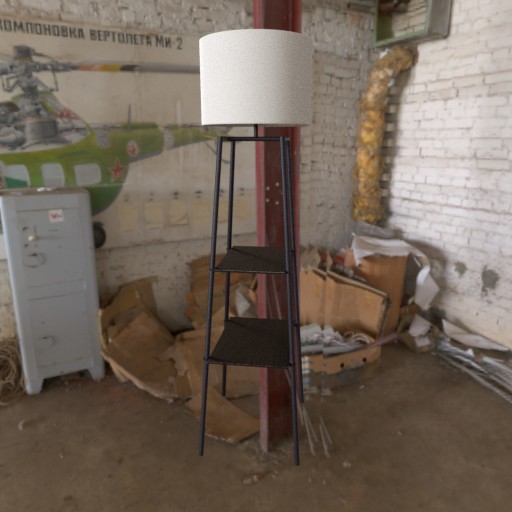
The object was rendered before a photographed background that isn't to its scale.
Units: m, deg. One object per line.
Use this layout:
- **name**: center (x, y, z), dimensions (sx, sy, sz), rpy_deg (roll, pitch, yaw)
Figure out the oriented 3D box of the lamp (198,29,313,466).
- **lamp**: center (0.000, 0.000, 1.666), dimensions (0.384, 1.474, 0.427), rpy_deg (2, 15, 8)
